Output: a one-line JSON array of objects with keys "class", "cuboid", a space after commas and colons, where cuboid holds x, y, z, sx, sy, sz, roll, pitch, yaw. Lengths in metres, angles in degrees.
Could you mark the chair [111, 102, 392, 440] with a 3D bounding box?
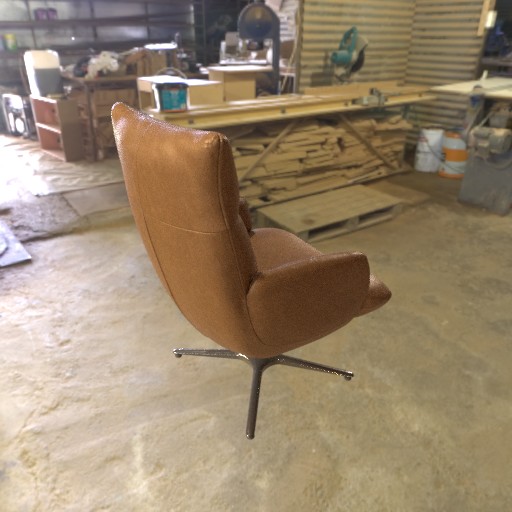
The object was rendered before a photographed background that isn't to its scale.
[{"class": "chair", "cuboid": [0.000, 0.000, 1.568, 0.794, 1.027, 0.711, -18, 32, -32]}]
